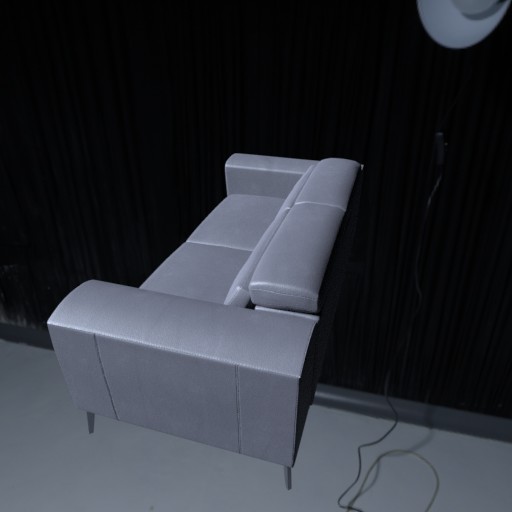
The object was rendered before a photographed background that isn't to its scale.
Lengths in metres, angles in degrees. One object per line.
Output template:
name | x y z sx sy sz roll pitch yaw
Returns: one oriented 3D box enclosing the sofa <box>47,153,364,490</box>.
sofa | 0.000 0.000 2.676 1.048 0.814 2.330 9 31 15
